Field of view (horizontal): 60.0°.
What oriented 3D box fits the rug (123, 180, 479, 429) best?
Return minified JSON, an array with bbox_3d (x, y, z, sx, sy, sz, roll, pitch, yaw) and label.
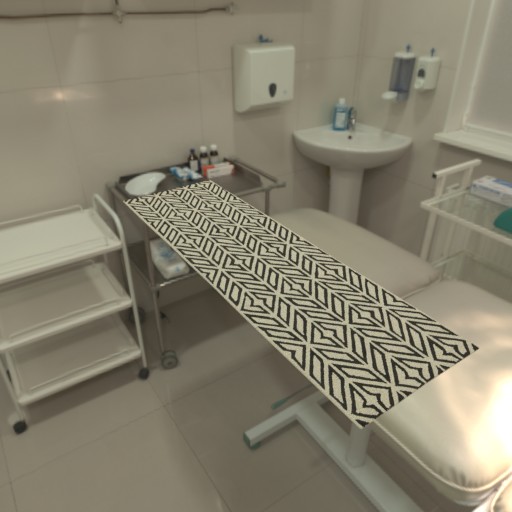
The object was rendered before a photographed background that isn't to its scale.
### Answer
[{"bbox_3d":[0.000,0.000,2.652,0.750,0.009,2.435,-20,36,-29],"label":"rug"}]
